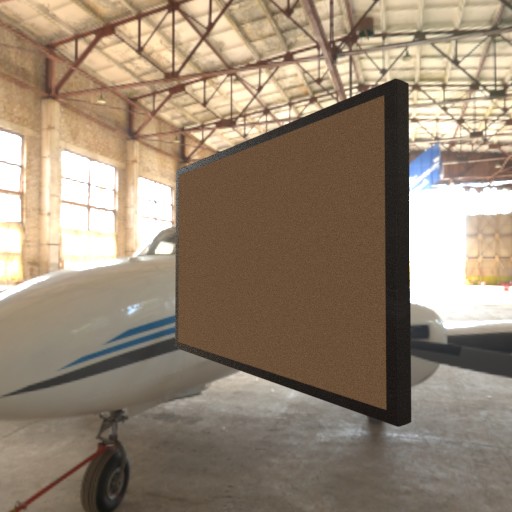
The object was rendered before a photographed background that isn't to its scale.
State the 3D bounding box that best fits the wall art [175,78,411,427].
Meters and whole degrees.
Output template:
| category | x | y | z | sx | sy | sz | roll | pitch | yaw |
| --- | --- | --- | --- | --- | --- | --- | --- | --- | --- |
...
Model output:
| category | x | y | z | sx | sy | sz | roll | pitch | yaw |
| --- | --- | --- | --- | --- | --- | --- | --- | --- | --- |
| wall art | 0.000 | 0.000 | 1.156 | 0.038 | 0.612 | 0.912 | 1 | -2 | -35 |
